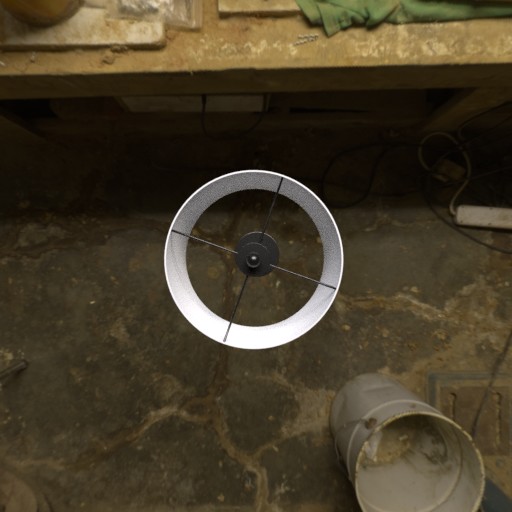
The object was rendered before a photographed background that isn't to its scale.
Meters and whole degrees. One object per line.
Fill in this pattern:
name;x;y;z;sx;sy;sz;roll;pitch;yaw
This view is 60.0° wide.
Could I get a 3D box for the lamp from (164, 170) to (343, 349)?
lamp;0.000;0.000;1.657;0.381;1.478;0.381;0;91;0
